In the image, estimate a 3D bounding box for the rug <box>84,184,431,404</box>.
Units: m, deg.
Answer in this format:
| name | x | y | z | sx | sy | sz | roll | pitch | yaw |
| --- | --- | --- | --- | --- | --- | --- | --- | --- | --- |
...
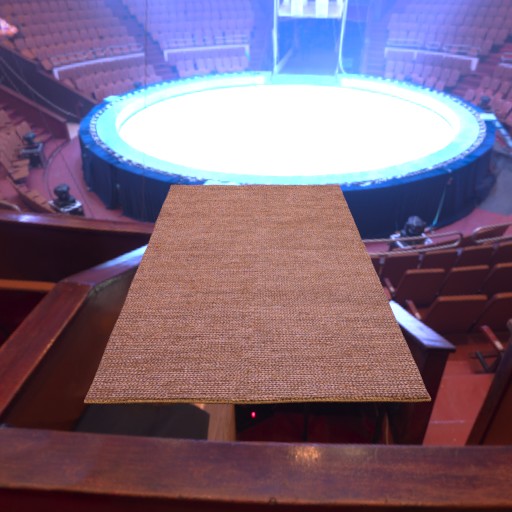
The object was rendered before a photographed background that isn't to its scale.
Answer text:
| name | x | y | z | sx | sy | sz | roll | pitch | yaw |
| --- | --- | --- | --- | --- | --- | --- | --- | --- | --- |
| rug | 0.000 | 0.000 | 2.970 | 1.521 | 0.034 | 2.438 | 0 | 32 | 0 |
